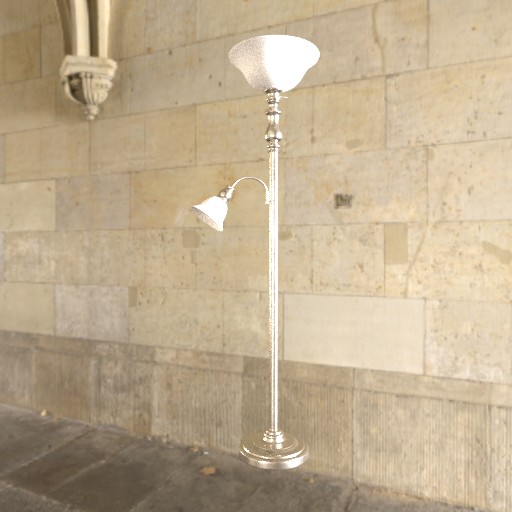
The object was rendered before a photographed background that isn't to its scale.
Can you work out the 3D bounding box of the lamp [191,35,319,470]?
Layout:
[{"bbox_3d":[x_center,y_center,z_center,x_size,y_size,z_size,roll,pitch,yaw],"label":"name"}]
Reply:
[{"bbox_3d":[0.000,0.000,1.969,0.575,1.785,0.405,0,0,-19],"label":"lamp"}]
